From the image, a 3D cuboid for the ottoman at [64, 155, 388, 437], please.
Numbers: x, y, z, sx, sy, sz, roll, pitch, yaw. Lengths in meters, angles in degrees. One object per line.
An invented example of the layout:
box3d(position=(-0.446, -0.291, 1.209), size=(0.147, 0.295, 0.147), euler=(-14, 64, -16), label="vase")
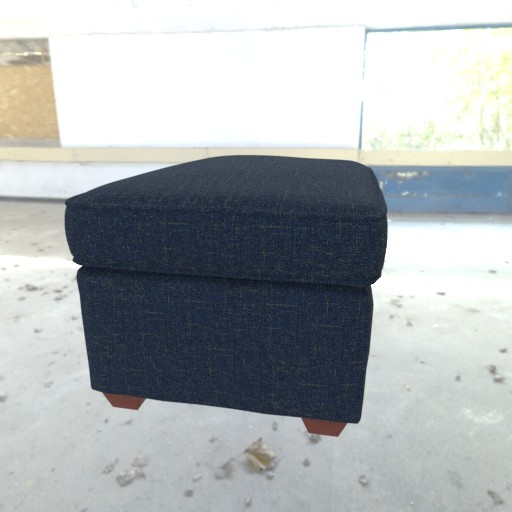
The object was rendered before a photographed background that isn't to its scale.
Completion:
box3d(position=(0.000, 0.000, 1.072), size=(0.549, 0.450, 0.749), euler=(3, 17, 11), label="ottoman")
